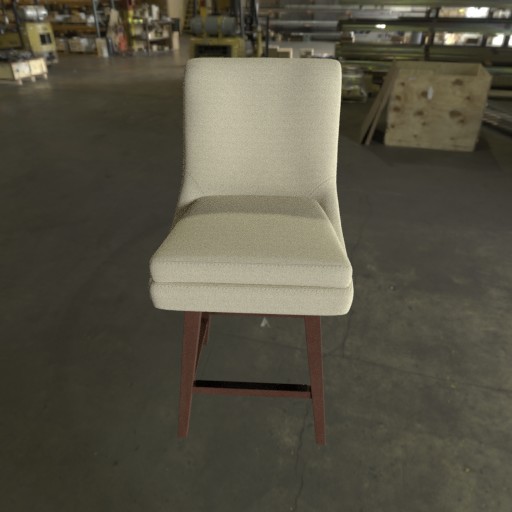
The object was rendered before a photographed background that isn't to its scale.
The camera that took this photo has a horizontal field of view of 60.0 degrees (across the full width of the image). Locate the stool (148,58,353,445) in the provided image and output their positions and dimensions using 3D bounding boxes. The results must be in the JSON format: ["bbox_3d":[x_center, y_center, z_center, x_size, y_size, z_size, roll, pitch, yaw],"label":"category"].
[{"bbox_3d":[0.000,0.000,1.272,0.483,0.991,0.559,2,30,3],"label":"stool"}]
